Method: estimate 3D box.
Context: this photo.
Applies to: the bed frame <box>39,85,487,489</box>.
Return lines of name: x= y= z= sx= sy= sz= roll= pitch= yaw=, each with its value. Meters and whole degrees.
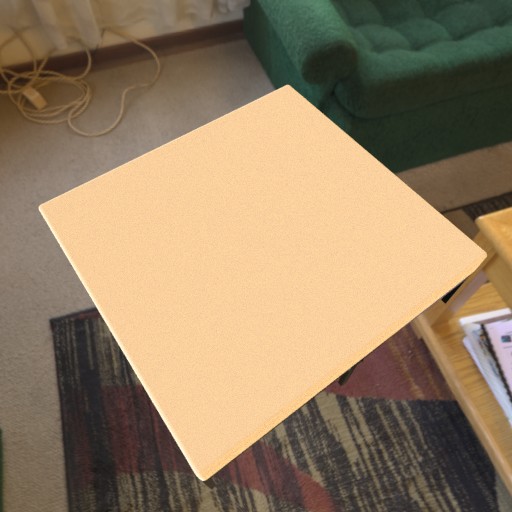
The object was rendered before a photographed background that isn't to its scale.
bed frame: x=0.000 y=0.000 z=3.035 sx=2.079 sy=0.659 sz=1.963 roll=-32 pitch=64 yaw=-18
